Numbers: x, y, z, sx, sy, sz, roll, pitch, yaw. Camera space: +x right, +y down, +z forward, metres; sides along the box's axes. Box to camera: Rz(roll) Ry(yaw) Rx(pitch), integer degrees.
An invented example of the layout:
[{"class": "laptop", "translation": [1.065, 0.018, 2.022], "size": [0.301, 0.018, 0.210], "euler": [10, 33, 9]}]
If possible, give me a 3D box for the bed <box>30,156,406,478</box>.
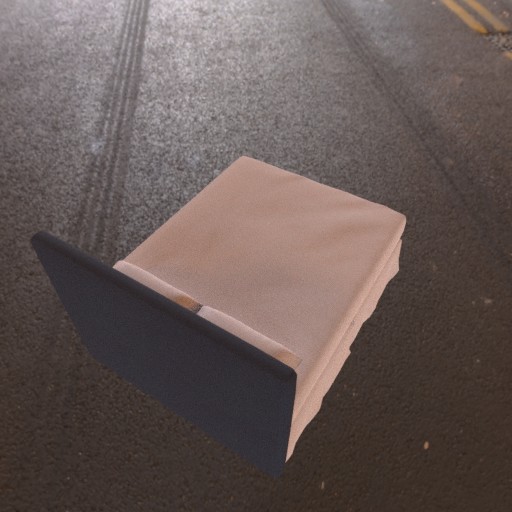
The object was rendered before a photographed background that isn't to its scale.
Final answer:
[{"class": "bed", "translation": [0.000, 0.000, 3.215], "size": [1.713, 1.330, 2.162], "euler": [25, 52, 21]}]
